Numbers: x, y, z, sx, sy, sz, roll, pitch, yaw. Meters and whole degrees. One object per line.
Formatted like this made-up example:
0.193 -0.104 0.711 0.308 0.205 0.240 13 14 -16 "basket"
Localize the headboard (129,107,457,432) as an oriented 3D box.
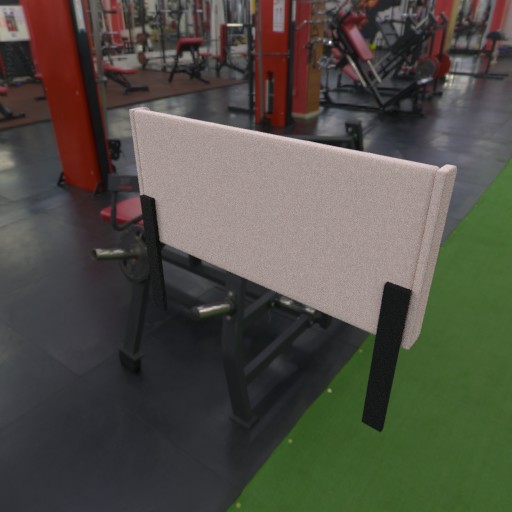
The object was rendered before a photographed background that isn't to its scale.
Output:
0.000 0.000 2.739 2.051 1.524 0.184 21 35 33 "headboard"
